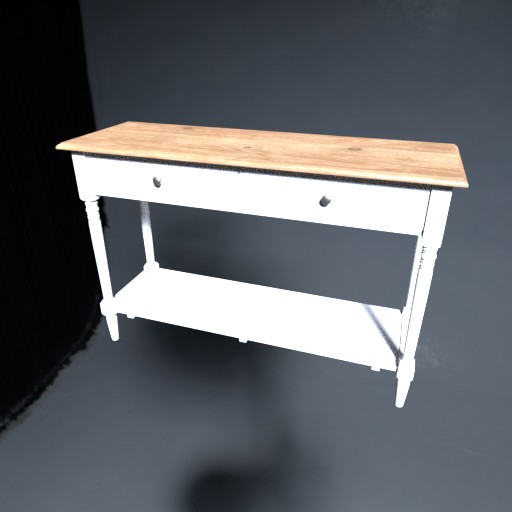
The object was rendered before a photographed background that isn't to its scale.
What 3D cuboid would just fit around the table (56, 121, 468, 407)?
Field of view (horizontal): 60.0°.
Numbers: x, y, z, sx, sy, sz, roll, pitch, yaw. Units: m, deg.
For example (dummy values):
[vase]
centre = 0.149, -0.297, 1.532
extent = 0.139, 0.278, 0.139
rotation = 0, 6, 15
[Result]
[table]
centre = 0.000, 0.000, 1.590
extent = 1.219, 0.800, 0.399
rotation = 9, 28, 17
